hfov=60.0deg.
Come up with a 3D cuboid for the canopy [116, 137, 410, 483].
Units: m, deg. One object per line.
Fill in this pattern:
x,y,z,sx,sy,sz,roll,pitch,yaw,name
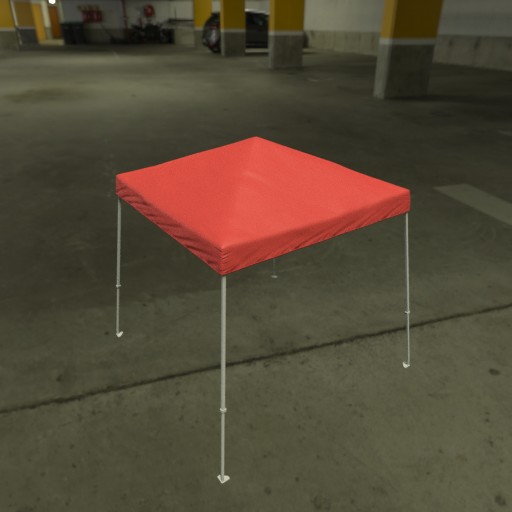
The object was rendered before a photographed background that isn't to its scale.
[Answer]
0.000,0.000,5.349,2.848,2.849,2.849,-18,33,-31,canopy
